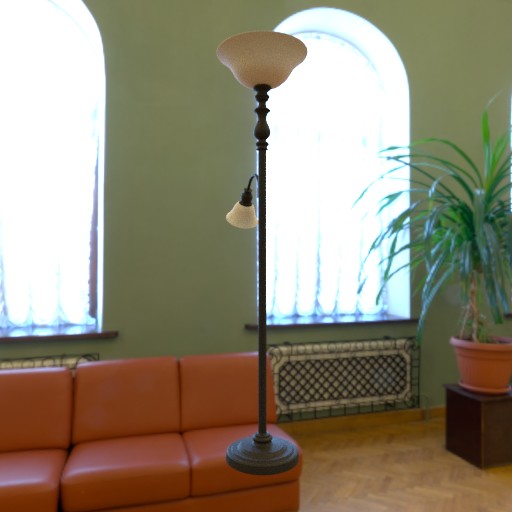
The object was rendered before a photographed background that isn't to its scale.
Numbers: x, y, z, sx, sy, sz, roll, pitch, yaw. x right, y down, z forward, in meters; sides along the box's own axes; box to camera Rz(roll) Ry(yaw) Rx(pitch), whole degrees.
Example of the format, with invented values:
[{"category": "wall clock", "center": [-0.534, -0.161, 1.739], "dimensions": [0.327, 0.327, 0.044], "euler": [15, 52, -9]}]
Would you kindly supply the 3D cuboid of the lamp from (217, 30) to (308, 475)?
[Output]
[{"category": "lamp", "center": [0.000, 0.000, 2.046], "dimensions": [0.405, 1.793, 0.588], "euler": [0, -1, -18]}]
